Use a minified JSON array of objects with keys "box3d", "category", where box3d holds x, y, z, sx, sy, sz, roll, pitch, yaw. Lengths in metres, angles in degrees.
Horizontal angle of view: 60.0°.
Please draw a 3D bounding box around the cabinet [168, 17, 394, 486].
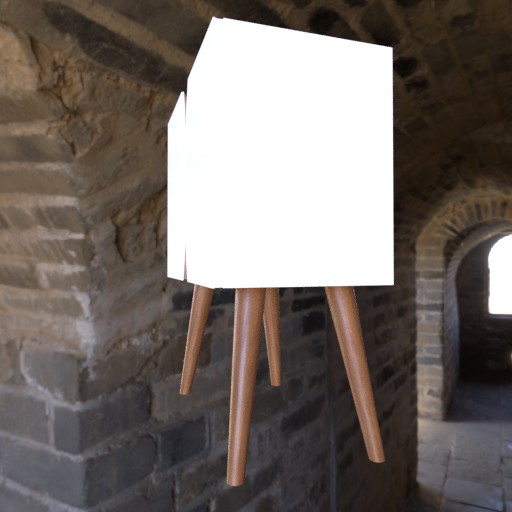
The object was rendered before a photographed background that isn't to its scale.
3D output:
[{"box3d":[0.000,0.000,1.048,0.344,0.772,0.591,0,-1,-18],"category":"cabinet"}]
